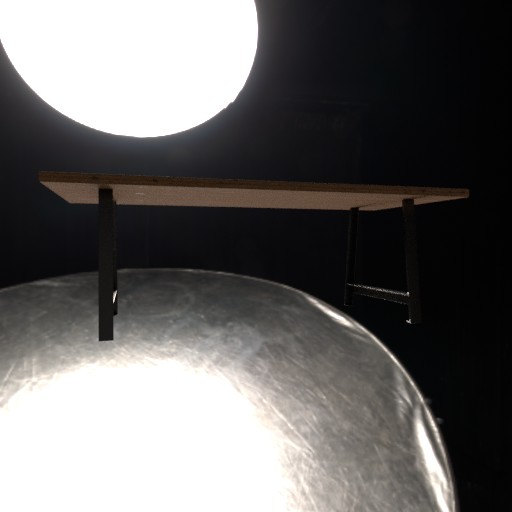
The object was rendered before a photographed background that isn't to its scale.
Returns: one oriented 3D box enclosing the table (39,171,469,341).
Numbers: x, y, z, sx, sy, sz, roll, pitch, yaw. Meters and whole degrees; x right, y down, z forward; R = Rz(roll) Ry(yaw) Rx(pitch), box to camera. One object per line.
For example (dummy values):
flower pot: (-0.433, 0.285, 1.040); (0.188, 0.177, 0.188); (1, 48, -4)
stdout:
table: (0.000, 0.000, 2.667); (2.200, 0.757, 1.000); (0, 1, -16)
